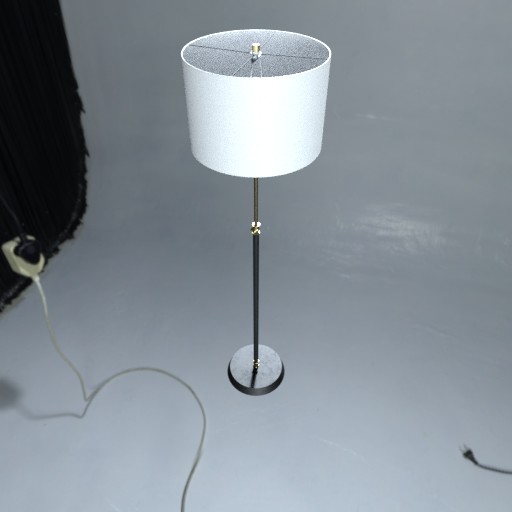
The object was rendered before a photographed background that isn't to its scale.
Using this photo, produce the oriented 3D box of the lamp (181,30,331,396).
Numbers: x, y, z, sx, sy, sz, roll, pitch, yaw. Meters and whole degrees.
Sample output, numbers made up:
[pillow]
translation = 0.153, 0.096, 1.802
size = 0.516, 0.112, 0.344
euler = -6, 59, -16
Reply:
[lamp]
translation = 0.000, 0.000, 1.692
size = 0.404, 1.517, 0.404
euler = 12, 43, 13
